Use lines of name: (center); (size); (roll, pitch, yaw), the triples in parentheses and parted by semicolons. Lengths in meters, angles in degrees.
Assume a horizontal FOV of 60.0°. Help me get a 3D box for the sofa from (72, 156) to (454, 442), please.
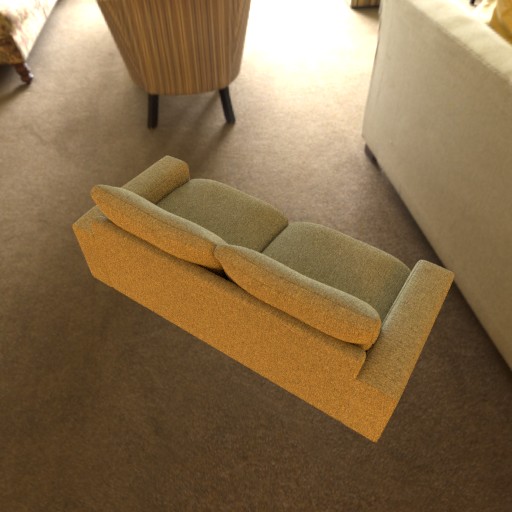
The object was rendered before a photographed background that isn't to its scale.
sofa: (0.000, 0.000, 2.926); (2.299, 0.922, 1.040); (25, 52, 22)
